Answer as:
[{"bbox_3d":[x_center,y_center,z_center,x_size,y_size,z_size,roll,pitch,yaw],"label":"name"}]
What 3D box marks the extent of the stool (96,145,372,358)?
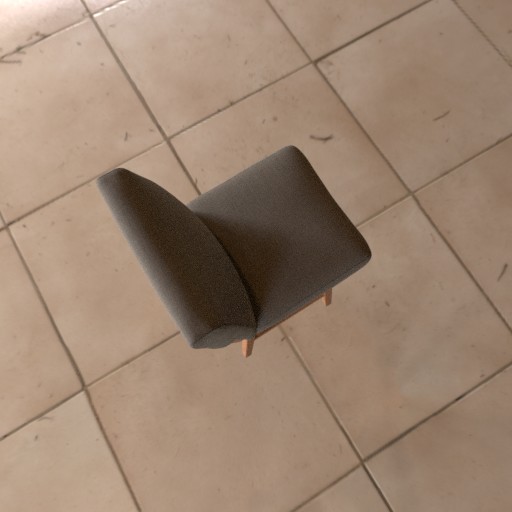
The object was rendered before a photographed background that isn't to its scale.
[{"bbox_3d":[0.000,0.000,1.454,0.570,1.112,0.483,-31,78,-8],"label":"stool"}]
